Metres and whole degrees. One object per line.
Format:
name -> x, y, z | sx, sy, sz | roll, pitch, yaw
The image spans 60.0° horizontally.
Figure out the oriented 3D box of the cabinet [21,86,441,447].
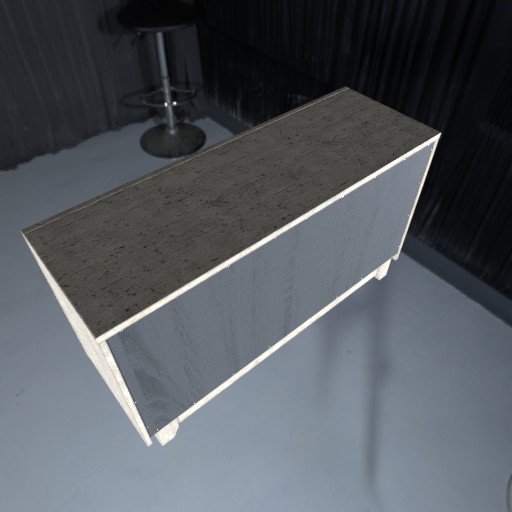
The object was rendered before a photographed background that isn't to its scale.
cabinet -> 0.000, 0.000, 1.844 | 1.460, 0.825, 0.511 | -31, 54, -26
